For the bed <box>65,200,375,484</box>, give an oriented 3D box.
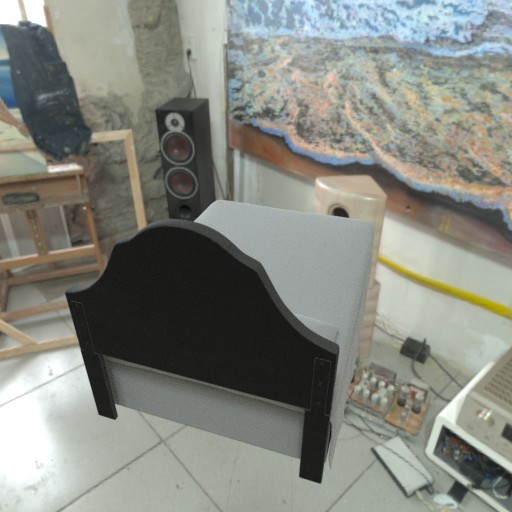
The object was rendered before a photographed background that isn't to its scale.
[{"bbox_3d":[0.000,0.000,3.247,1.636,1.575,2.155,10,33,16],"label":"bed"}]
